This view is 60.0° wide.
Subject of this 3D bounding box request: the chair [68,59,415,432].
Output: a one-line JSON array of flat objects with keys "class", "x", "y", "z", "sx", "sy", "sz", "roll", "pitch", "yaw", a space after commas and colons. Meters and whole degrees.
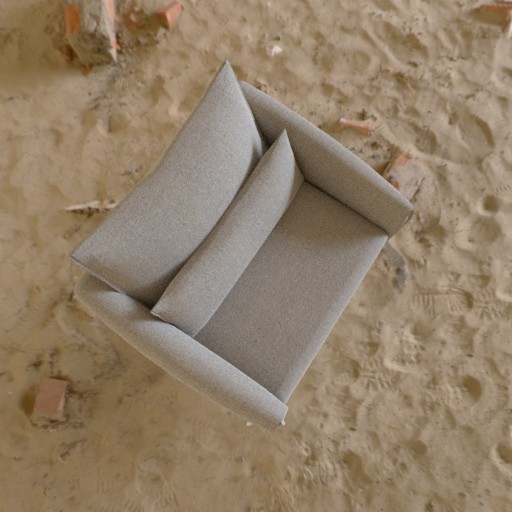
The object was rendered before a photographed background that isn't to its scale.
[{"class": "chair", "x": 0.000, "y": 0.000, "z": 1.646, "sx": 0.801, "sy": 0.856, "sz": 1.029, "roll": 33, "pitch": 77, "yaw": 8}]
